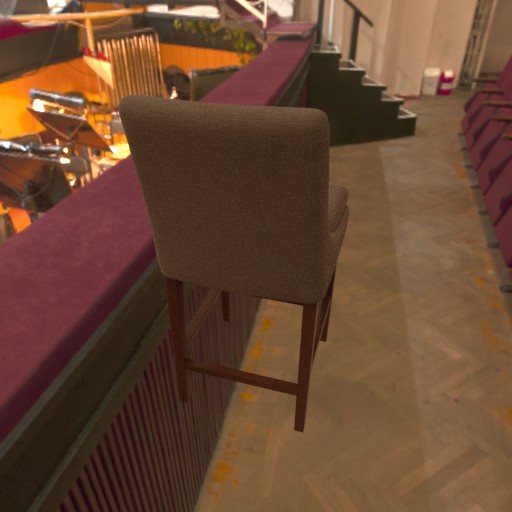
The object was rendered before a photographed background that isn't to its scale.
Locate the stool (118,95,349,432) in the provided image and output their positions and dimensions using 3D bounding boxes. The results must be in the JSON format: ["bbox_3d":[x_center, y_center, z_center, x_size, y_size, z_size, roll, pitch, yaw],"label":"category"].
[{"bbox_3d":[0.000,0.000,1.287,0.470,0.981,0.577,9,34,14],"label":"stool"}]
